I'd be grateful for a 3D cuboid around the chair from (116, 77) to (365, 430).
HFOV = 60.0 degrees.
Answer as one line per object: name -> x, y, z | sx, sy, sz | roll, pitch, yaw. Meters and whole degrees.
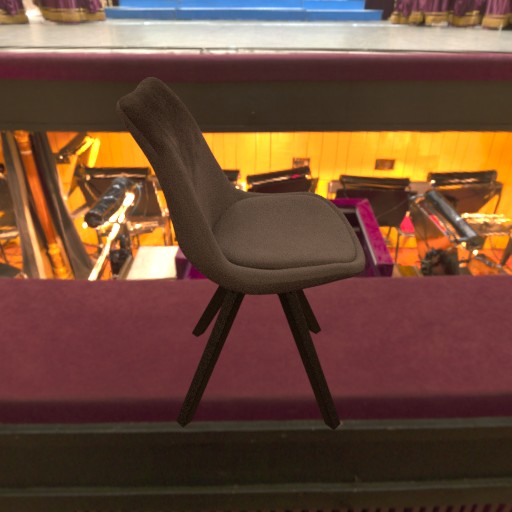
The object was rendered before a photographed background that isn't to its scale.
chair -> 0.000, 0.000, 1.170 | 0.550, 0.850, 0.476 | 0, 31, 0
